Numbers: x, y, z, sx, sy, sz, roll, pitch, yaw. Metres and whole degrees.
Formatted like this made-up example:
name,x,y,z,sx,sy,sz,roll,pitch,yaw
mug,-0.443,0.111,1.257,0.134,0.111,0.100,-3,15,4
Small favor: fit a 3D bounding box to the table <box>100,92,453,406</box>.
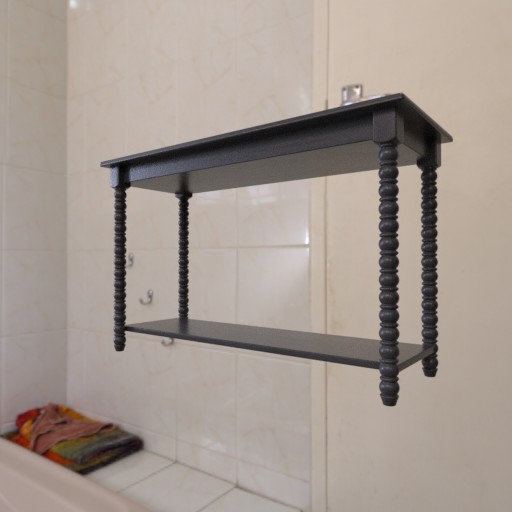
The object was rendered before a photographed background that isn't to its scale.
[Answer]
name,x,y,z,sx,sy,sz,roll,pitch,yaw
table,0.000,0.000,1.536,1.184,0.735,0.459,-1,-1,37
